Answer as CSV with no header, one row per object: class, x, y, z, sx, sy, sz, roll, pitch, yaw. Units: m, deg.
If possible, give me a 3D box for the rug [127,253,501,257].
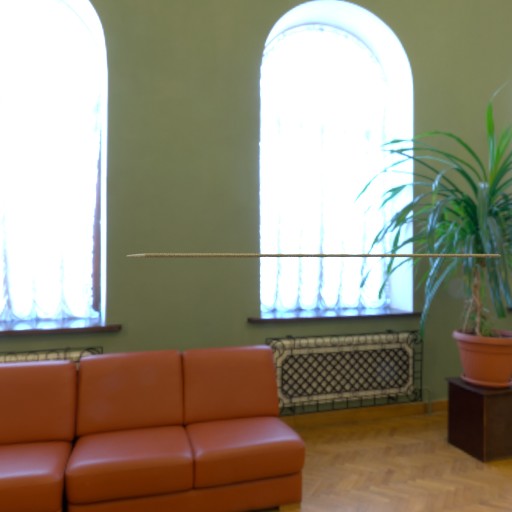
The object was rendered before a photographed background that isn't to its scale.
rug,0.000,0.000,2.799,1.528,0.014,2.294,0,0,-18
